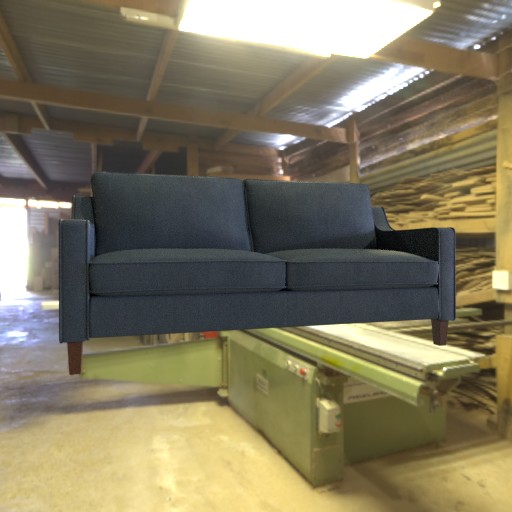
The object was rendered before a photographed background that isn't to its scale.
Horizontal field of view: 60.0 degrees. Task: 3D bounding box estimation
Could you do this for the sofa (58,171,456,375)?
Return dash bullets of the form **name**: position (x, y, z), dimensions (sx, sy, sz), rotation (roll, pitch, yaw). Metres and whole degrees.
- **sofa**: position (0.000, 0.000, 2.785), dimensions (2.178, 1.071, 1.066), rotation (0, 1, -18)
